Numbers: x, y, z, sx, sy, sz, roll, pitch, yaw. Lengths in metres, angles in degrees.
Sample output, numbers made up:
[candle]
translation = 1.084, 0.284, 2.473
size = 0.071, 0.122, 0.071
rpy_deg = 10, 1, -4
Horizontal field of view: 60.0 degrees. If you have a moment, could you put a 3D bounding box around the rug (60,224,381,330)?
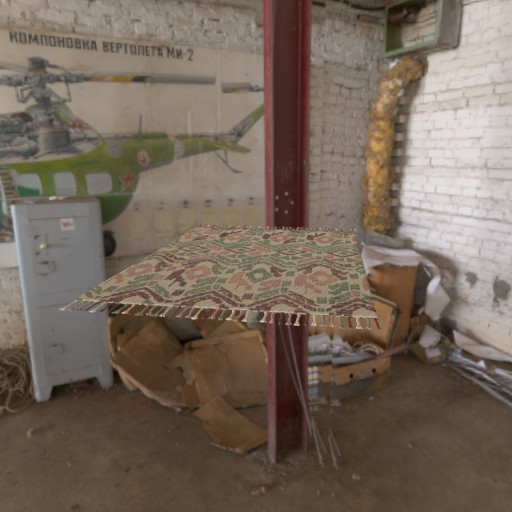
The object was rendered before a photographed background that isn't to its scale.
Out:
[rug]
translation = 0.000, 0.000, 3.135
size = 1.524, 0.011, 2.438
rpy_deg = 2, 14, 9
